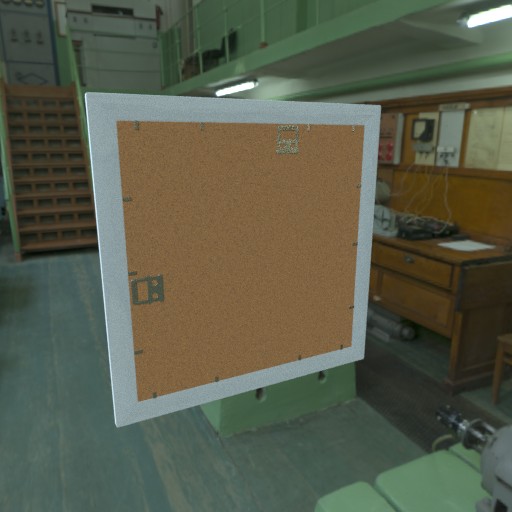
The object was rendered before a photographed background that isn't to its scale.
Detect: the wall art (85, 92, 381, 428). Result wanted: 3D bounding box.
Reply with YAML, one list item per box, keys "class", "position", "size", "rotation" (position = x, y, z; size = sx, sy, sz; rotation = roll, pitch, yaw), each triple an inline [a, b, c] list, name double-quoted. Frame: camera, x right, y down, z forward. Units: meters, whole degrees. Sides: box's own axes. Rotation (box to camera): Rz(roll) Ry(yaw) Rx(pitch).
- class: "wall art"
  position: [0.000, 0.000, 0.878]
  size: [0.584, 0.584, 0.013]
  rotation: [-7, 16, -26]
